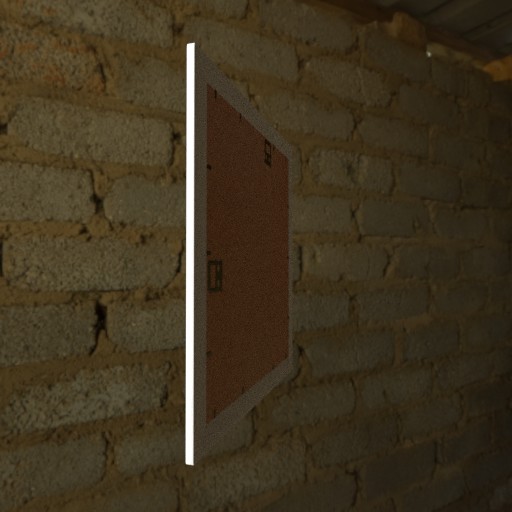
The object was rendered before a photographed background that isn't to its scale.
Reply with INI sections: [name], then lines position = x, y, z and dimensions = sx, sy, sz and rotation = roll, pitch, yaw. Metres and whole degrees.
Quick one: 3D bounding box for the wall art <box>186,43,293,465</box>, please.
[wall art]
position = 0.000, 0.000, 0.890
dimensions = 0.013, 0.584, 0.584
rotation = 0, -1, 18
